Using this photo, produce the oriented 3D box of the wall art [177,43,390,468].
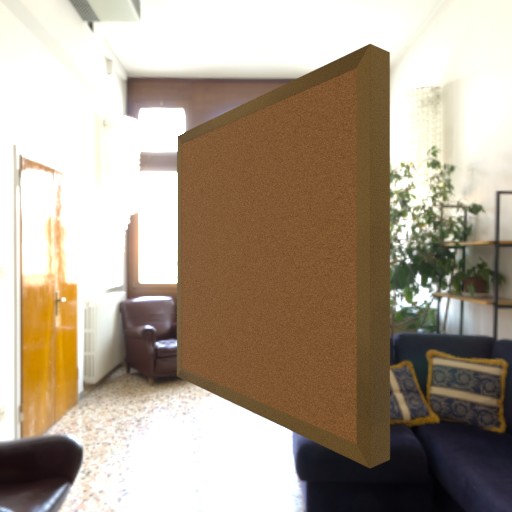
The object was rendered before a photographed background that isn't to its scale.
[{"bbox_3d":[0.000,0.000,0.745,0.038,0.508,0.507,0,0,-37],"label":"wall art"}]
